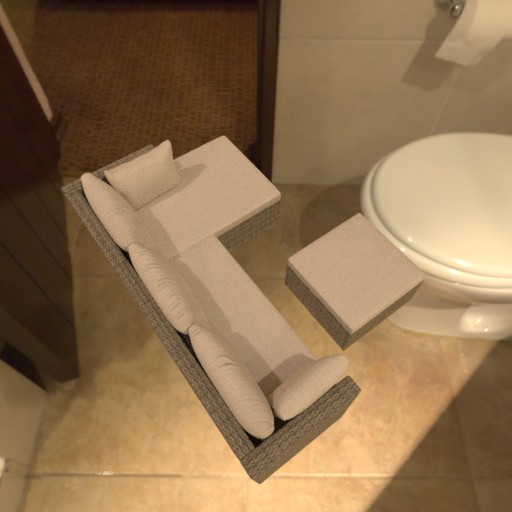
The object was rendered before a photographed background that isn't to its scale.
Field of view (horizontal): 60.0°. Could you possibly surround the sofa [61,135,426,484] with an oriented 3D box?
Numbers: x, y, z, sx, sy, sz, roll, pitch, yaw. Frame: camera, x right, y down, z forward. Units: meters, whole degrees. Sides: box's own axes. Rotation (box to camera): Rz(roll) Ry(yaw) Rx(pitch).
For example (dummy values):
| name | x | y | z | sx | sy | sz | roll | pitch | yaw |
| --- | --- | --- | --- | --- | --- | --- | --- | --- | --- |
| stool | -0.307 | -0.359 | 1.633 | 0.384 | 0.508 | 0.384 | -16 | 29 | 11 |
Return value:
| name | x | y | z | sx | sy | sz | roll | pitch | yaw |
| --- | --- | --- | --- | --- | --- | --- | --- | --- | --- |
| sofa | 0.000 | 0.000 | 2.982 | 1.662 | 0.766 | 2.192 | -32 | 63 | -18 |
